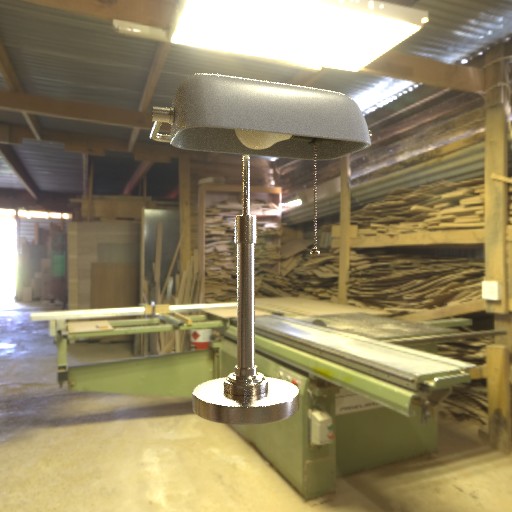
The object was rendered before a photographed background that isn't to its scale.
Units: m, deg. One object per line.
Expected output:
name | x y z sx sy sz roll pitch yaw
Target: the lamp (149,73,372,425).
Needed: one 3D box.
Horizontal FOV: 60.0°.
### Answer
lamp | 0.000 0.000 0.563 0.269 0.404 0.227 0 -1 -19
